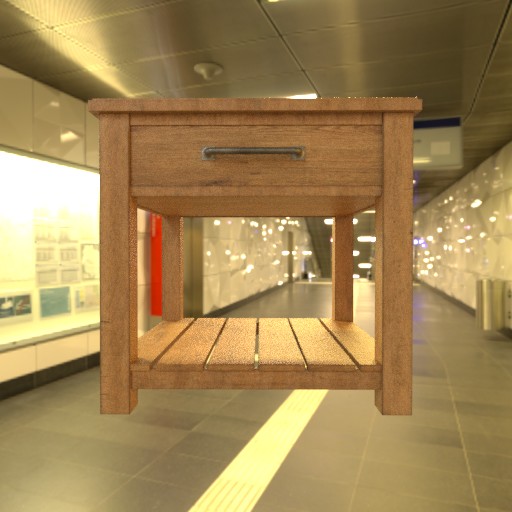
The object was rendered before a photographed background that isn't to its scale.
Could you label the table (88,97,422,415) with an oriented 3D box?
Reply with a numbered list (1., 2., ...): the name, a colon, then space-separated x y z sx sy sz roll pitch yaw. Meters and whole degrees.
1. table: 0.000 0.000 1.117 0.616 0.593 0.612 0 1 1
